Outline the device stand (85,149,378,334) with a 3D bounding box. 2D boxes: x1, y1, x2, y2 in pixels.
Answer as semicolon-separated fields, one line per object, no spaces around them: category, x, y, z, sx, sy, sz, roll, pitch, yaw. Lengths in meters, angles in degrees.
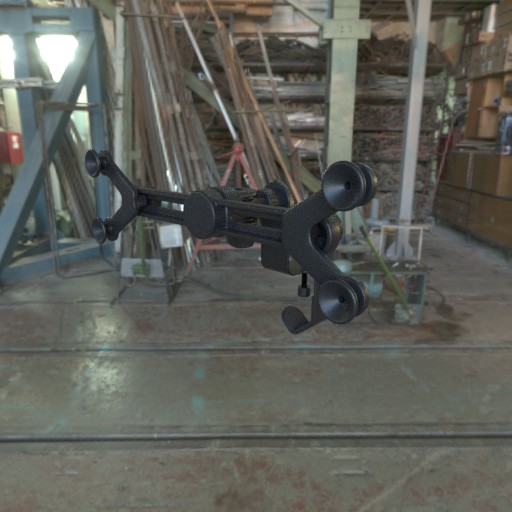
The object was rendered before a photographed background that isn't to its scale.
device stand;0.000;0.000;0.357;0.270;0.166;0.142;14;21;42
